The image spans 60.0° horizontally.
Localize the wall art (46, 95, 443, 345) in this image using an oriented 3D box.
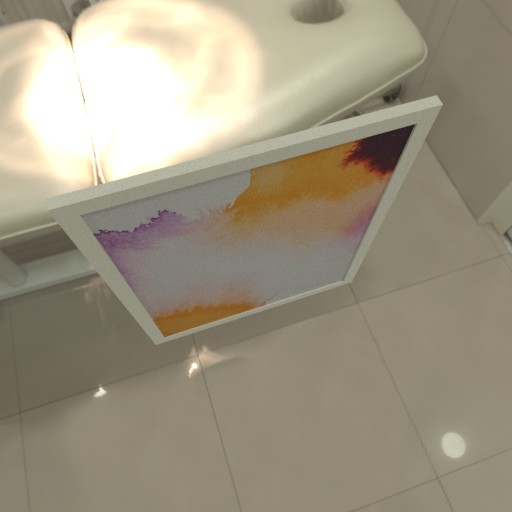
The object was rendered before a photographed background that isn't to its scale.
[{"bbox_3d":[0.000,0.000,0.615,0.382,0.456,0.013,-17,65,-8],"label":"wall art"}]
